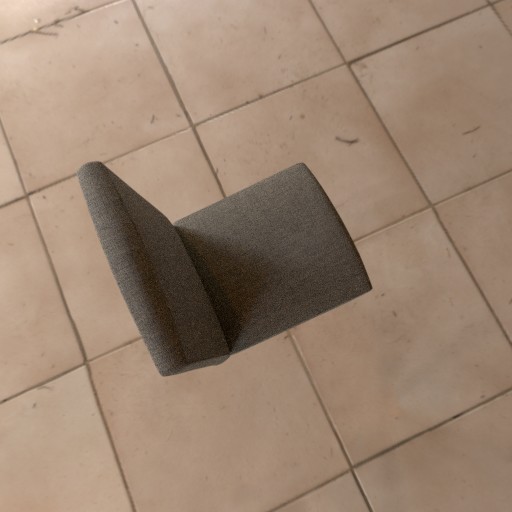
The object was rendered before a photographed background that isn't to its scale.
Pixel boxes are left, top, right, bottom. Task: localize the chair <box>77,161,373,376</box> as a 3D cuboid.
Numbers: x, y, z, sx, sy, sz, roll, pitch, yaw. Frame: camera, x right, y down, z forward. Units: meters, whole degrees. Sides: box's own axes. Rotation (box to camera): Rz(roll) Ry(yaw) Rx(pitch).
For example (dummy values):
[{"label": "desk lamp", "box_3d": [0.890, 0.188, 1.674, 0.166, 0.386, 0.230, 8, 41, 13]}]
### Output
[{"label": "chair", "box_3d": [0.000, 0.000, 1.254, 0.580, 0.917, 0.451, -25, 78, -6]}]
